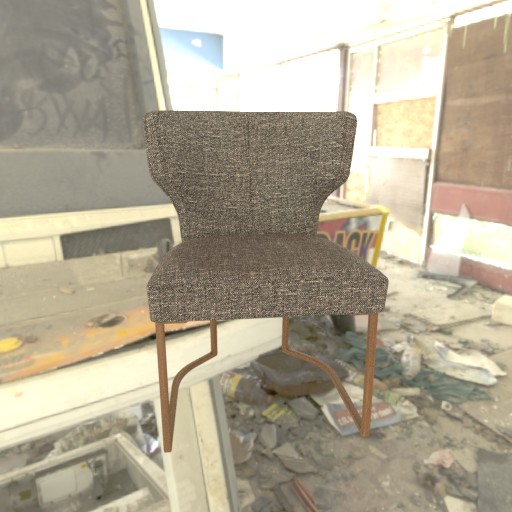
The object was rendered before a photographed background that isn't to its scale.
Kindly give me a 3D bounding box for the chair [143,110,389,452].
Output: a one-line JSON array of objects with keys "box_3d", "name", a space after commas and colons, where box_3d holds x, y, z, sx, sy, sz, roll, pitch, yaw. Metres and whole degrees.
[{"box_3d": [0.000, 0.000, 1.280, 0.611, 0.824, 0.617, -2, 15, -6], "name": "chair"}]
